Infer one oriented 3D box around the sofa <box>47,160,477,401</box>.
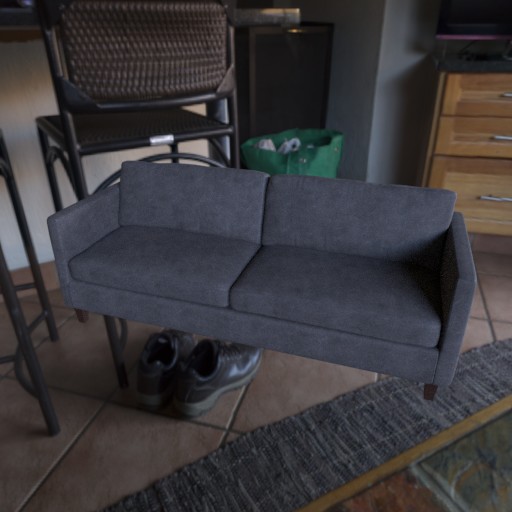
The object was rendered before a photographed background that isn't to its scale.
[{"bbox_3d":[0.000,0.000,2.839,2.434,0.965,0.951,9,28,17],"label":"sofa"}]
